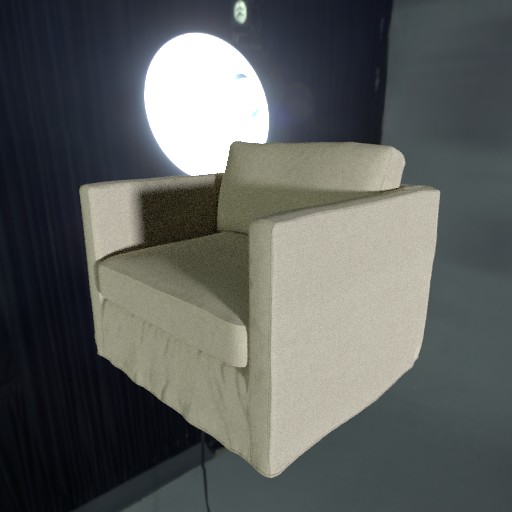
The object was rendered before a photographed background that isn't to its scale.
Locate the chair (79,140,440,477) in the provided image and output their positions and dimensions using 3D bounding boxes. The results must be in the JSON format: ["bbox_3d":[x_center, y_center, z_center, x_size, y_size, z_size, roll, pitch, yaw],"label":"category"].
[{"bbox_3d":[0.000,0.000,1.741,1.057,0.867,0.949,15,22,43],"label":"chair"}]
